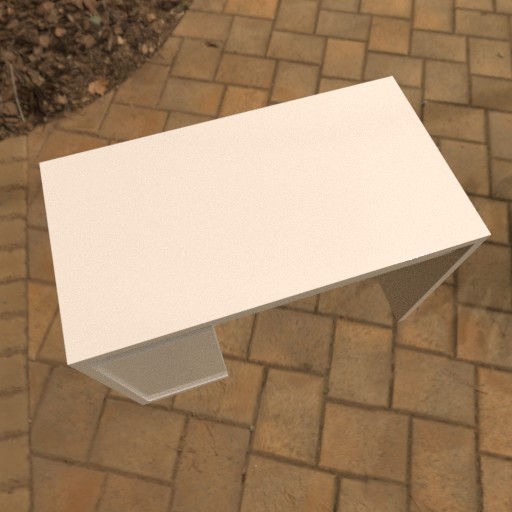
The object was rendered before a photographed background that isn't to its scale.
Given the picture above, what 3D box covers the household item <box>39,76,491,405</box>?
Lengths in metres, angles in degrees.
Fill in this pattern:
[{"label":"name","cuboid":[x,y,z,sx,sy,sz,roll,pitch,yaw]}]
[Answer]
[{"label":"household item","cuboid":[0.000,0.000,1.545,1.100,0.749,0.597,-16,66,-8]}]
